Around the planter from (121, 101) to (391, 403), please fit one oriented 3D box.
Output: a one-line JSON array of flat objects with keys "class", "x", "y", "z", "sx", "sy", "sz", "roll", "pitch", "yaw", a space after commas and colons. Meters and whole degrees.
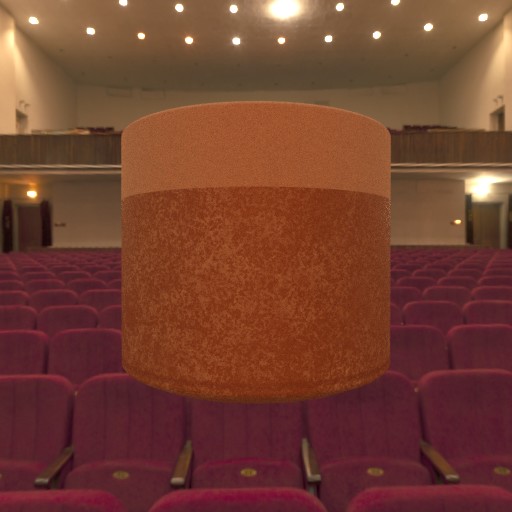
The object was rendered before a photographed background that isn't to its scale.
[{"class": "planter", "x": 0.000, "y": 0.000, "z": 0.273, "sx": 0.159, "sy": 0.138, "sz": 0.159, "roll": 0, "pitch": 0, "yaw": 0}]
